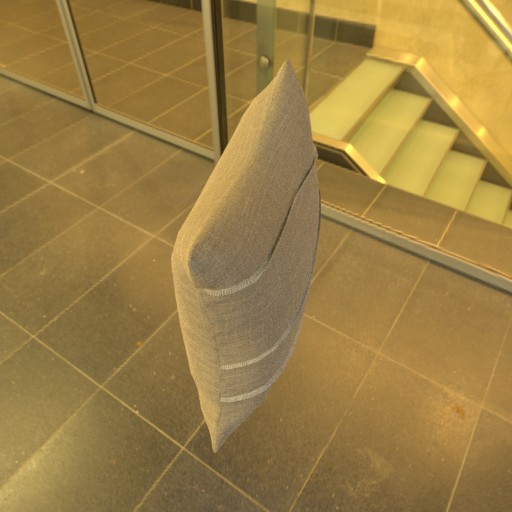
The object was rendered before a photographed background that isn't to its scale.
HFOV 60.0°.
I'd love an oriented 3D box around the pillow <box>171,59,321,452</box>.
[{"bbox_3d":[0.000,0.000,0.634,0.169,0.400,0.424,10,47,10],"label":"pillow"}]
